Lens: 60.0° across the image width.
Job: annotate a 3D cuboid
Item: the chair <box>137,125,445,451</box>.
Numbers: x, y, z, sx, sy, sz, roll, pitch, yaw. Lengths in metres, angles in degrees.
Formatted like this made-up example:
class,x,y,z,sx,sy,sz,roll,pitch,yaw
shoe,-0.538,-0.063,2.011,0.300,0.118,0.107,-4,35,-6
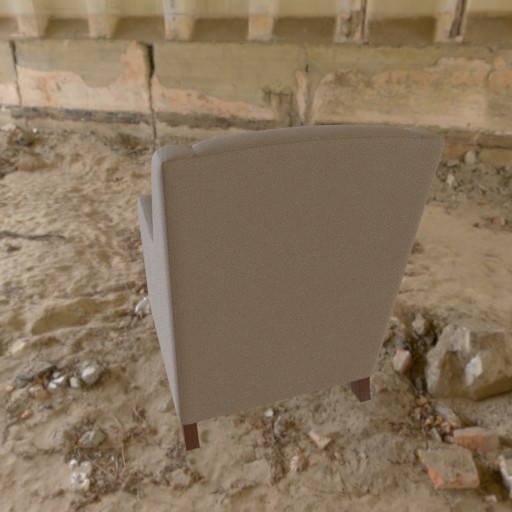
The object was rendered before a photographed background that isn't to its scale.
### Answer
class,x,y,z,sx,sy,sz,roll,pitch,yaw
chair,0.000,0.000,1.558,0.715,1.010,0.863,-9,28,-17
